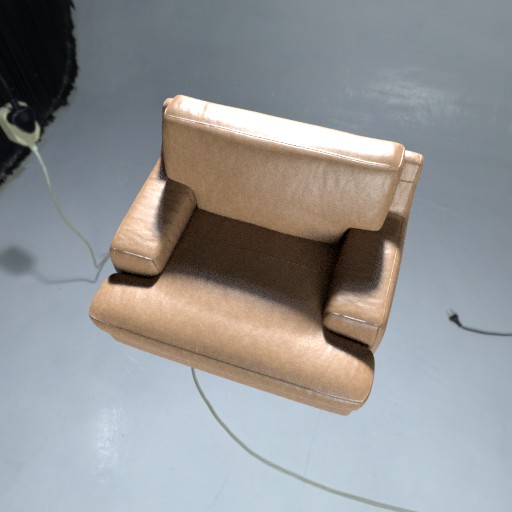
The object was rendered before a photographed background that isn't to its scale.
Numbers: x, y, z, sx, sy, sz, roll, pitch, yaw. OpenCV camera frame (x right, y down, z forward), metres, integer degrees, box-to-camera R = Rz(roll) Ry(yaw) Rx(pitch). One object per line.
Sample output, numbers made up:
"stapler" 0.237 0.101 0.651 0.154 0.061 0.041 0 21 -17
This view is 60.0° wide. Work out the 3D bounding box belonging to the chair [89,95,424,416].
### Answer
"chair" 0.000 0.000 2.034 1.276 0.978 1.050 16 59 9
